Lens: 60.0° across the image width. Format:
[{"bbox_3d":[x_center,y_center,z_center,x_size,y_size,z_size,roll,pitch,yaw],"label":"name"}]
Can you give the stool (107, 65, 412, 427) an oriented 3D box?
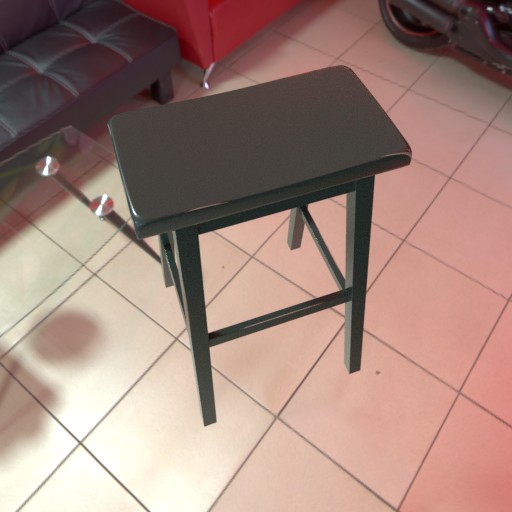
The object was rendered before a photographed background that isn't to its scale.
[{"bbox_3d":[0.000,0.000,1.023,0.457,0.737,0.476,-17,59,-10],"label":"stool"}]
